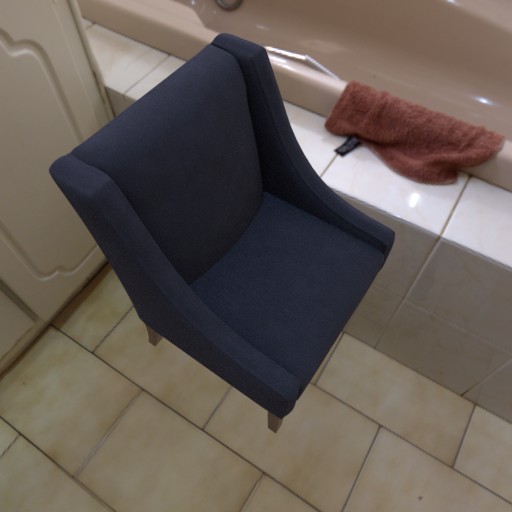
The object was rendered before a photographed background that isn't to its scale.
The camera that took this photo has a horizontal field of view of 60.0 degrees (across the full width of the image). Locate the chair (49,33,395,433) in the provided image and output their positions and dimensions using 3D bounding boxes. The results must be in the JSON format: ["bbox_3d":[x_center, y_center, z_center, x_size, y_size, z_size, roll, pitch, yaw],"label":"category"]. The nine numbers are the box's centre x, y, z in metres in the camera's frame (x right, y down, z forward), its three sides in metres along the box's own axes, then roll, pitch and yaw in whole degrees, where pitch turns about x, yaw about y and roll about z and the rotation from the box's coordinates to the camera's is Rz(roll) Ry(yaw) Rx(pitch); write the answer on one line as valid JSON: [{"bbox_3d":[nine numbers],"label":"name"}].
[{"bbox_3d":[0.000,0.000,1.304,0.629,0.895,0.629,30,62,18],"label":"chair"}]
